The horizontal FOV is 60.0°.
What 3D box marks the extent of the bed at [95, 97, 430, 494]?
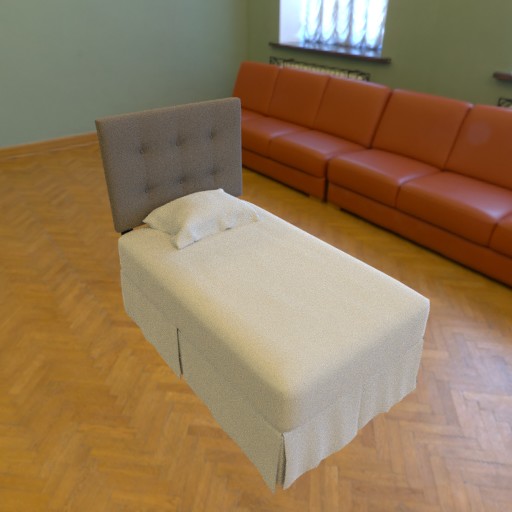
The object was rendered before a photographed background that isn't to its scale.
[{"bbox_3d":[0.000,0.000,2.905,1.261,1.571,1.997,-22,37,-32],"label":"bed"}]
